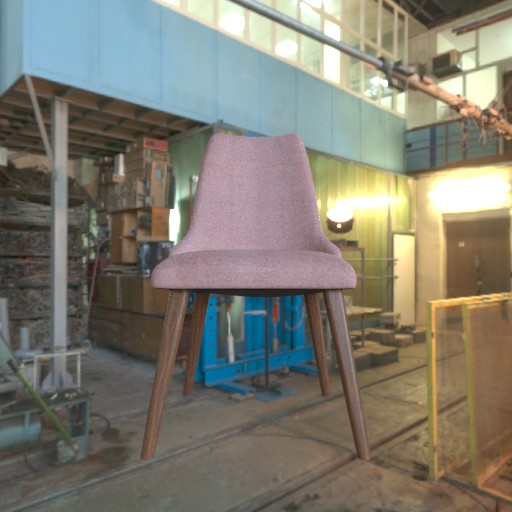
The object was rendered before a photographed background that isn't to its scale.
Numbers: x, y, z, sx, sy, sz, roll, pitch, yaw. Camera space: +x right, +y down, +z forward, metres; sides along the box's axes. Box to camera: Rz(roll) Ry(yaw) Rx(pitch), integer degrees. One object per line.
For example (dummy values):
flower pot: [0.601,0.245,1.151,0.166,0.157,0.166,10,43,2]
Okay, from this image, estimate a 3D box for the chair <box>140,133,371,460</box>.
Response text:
chair: [0.000,0.000,1.344,0.535,0.918,0.707,0,-1,1]
